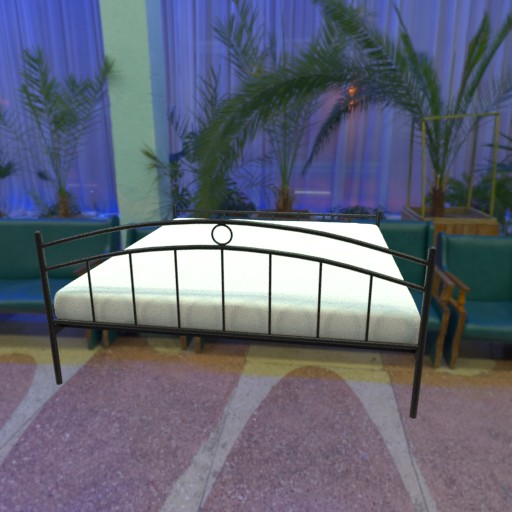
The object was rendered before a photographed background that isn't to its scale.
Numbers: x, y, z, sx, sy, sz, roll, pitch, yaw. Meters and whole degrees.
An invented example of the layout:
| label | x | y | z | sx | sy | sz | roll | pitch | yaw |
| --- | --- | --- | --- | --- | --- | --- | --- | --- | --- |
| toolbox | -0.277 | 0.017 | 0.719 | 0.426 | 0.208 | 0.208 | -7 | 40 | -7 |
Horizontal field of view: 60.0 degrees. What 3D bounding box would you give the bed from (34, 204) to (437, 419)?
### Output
| label | x | y | z | sx | sy | sz | roll | pitch | yaw |
| --- | --- | --- | --- | --- | --- | --- | --- | --- | --- |
| bed | 0.000 | 0.000 | 3.089 | 1.880 | 0.940 | 2.040 | 3 | 17 | 9 |
